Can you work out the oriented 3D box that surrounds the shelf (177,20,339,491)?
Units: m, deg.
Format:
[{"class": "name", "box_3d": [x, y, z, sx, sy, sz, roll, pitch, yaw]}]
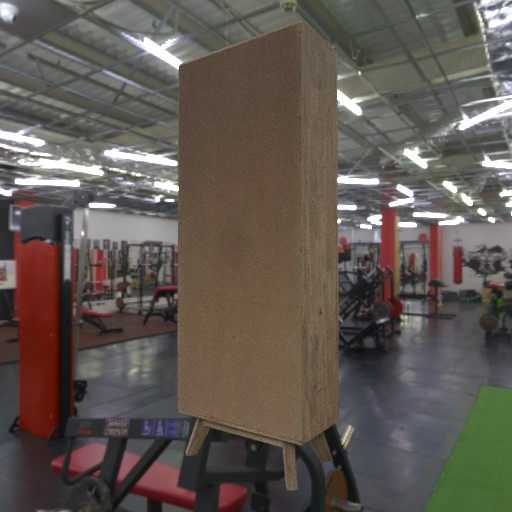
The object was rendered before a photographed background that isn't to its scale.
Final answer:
[{"class": "shelf", "box_3d": [0.000, 0.000, 1.496, 0.491, 1.342, 0.267, -1, -1, 35]}]
